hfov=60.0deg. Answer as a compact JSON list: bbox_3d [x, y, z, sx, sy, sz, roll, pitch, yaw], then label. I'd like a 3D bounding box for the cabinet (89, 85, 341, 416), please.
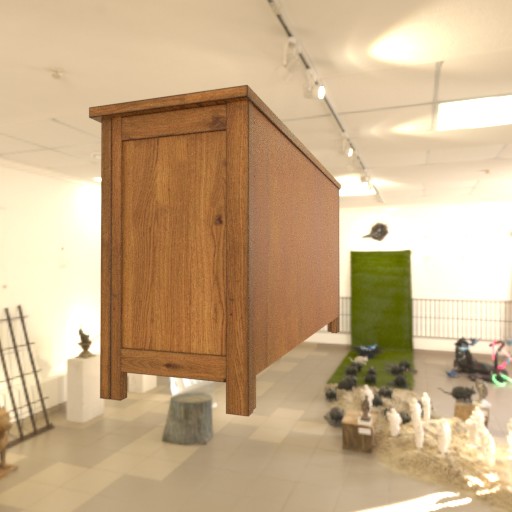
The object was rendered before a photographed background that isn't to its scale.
[{"bbox_3d":[0.000,0.000,1.847,0.480,0.813,1.474,0,-1,20],"label":"cabinet"}]
